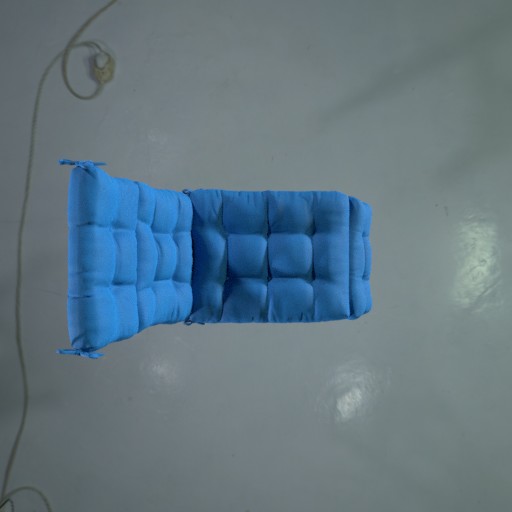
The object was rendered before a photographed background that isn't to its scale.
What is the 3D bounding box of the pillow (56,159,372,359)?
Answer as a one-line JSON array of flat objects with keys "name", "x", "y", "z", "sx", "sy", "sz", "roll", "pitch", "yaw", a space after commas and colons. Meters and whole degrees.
[{"name": "pillow", "x": 0.000, "y": 0.000, "z": 1.523, "sx": 1.016, "sy": 0.863, "sz": 0.526, "roll": 0, "pitch": 90, "yaw": -1}]
